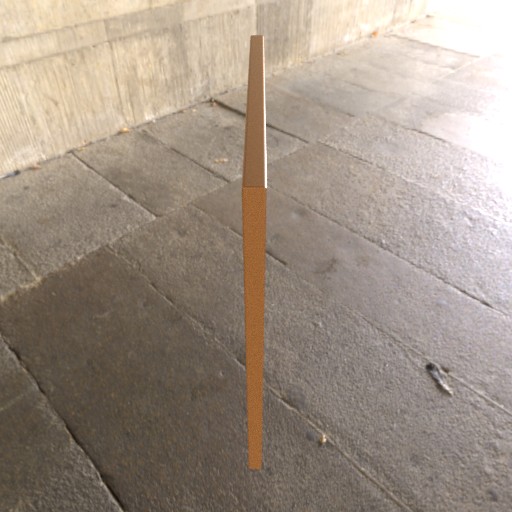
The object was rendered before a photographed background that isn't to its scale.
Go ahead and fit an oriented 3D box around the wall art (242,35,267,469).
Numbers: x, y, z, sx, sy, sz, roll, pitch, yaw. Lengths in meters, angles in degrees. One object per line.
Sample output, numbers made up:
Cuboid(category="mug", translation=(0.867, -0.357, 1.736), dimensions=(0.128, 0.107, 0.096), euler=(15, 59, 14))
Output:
Cuboid(category="wall art", translation=(0.000, 0.000, 0.724), dimensions=(0.021, 0.550, 0.449), euler=(0, 41, 0))
